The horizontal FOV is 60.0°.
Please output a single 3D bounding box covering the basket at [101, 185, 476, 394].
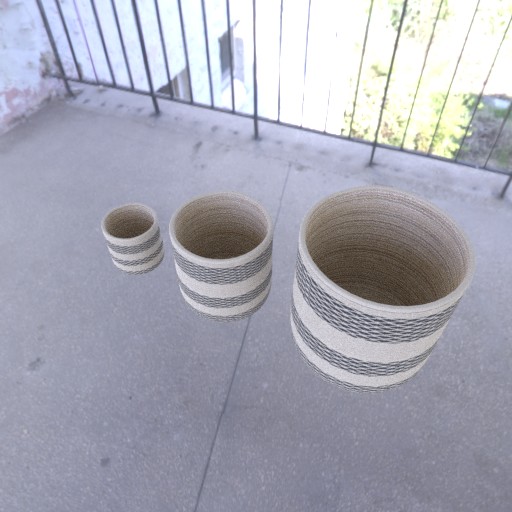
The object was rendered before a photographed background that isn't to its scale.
[{"bbox_3d":[0.000,0.000,1.095,0.917,0.356,0.351,18,50,16],"label":"basket"}]
